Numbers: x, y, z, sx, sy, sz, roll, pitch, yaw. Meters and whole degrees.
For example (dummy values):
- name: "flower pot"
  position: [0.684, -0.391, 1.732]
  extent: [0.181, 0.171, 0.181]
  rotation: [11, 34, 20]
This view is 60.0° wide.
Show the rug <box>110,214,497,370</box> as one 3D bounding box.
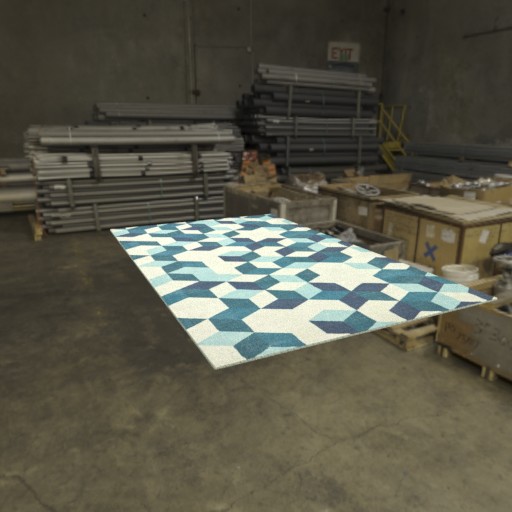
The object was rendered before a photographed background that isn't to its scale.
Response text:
- name: "rug"
  position: [0.000, 0.000, 2.961]
  extent: [1.518, 0.015, 2.438]
  rotation: [-8, 18, -25]
